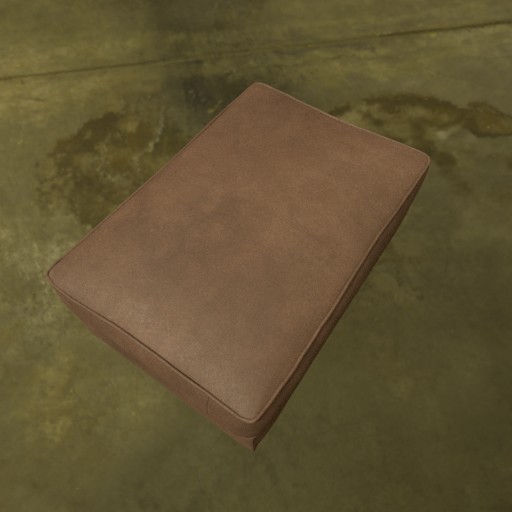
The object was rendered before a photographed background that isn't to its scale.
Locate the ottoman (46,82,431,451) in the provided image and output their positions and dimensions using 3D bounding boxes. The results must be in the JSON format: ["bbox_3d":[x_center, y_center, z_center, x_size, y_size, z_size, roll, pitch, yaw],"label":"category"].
[{"bbox_3d":[0.000,0.000,1.242,0.596,0.481,0.860,30,62,18],"label":"ottoman"}]
